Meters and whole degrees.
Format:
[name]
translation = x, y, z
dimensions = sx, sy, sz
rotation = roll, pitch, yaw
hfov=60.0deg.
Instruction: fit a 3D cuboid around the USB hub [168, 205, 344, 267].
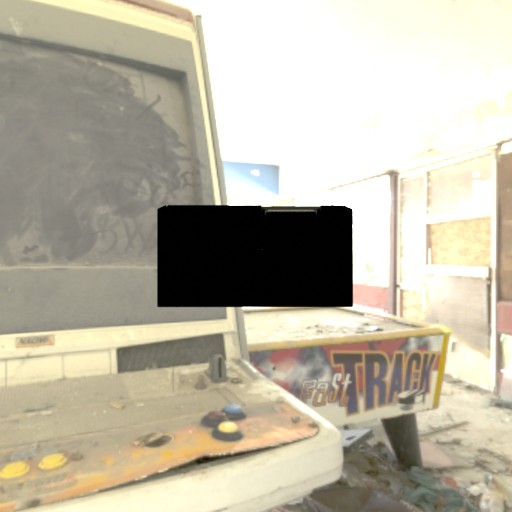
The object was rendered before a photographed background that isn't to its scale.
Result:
[USB hub]
translation = 0.000, 0.000, 0.128
dimensions = 0.044, 0.023, 0.110
rotation = 0, 0, 0
